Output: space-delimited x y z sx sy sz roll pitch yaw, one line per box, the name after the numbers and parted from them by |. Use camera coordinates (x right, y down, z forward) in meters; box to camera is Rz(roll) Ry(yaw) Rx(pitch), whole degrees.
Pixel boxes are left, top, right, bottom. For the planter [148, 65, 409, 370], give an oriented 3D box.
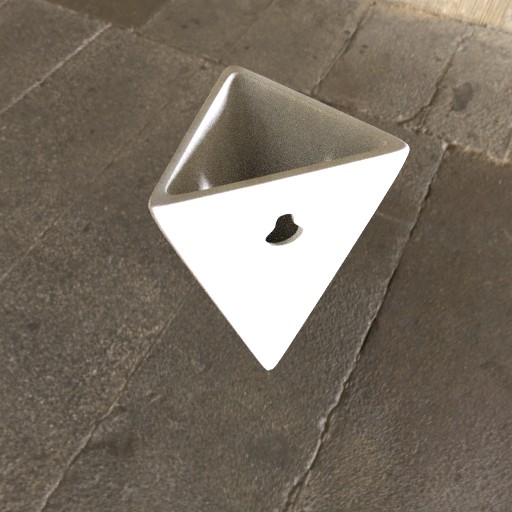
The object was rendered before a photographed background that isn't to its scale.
0.000 0.000 0.275 0.101 0.224 0.081 -14 59 -9 | planter
